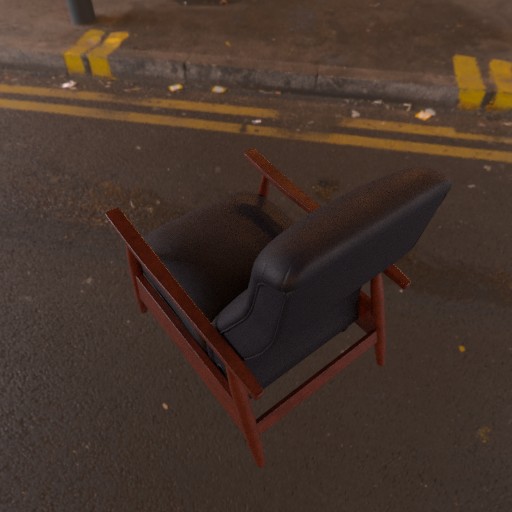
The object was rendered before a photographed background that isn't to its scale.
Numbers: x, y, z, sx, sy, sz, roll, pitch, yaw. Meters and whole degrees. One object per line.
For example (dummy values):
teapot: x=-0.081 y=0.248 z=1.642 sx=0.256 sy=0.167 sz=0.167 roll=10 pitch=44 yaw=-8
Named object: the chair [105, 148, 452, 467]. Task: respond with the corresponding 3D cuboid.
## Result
chair: x=0.000 y=0.000 z=1.732 sx=0.762 sy=1.082 sz=1.014 roll=-30 pitch=53 yaw=-26
